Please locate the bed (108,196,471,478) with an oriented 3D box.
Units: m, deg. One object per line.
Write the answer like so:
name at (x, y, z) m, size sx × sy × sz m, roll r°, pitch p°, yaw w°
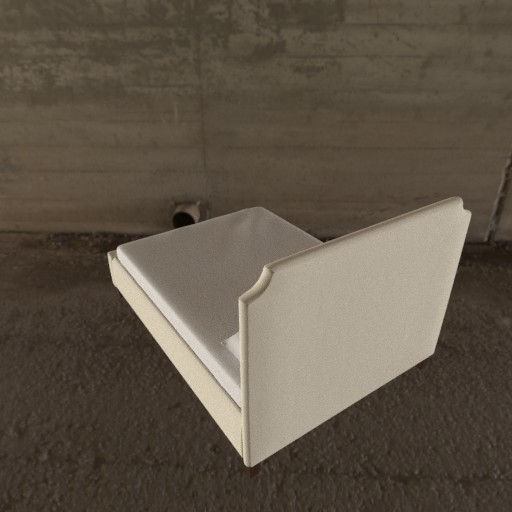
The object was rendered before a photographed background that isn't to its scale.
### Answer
bed at (0.000, 0.000, 3.474) m, size 1.712 × 1.443 × 2.372 m, roll -19°, pitch 35°, yaw -29°
